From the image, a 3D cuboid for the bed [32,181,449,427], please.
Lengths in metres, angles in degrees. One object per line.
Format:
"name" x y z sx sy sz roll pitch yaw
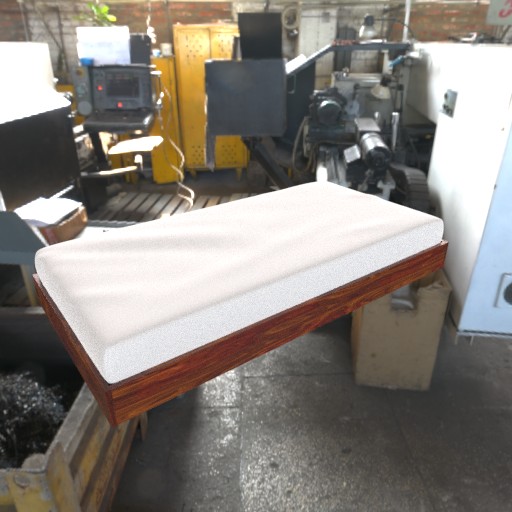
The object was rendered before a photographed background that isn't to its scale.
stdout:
"bed" 0.000 0.000 2.192 1.860 0.312 0.940 -18 32 -33
